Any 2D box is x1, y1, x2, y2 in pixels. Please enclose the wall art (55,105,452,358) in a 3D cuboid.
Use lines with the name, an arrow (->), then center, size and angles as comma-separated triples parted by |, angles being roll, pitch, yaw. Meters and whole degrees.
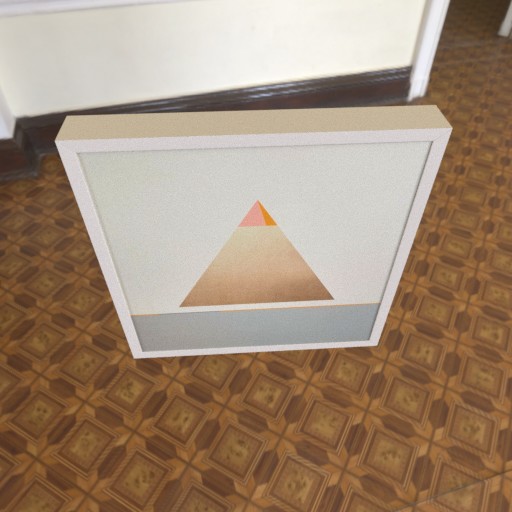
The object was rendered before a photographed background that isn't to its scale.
wall art -> 0.000, 0.000, 0.461 | 0.305, 0.304, 0.038 | -3, 45, -2
